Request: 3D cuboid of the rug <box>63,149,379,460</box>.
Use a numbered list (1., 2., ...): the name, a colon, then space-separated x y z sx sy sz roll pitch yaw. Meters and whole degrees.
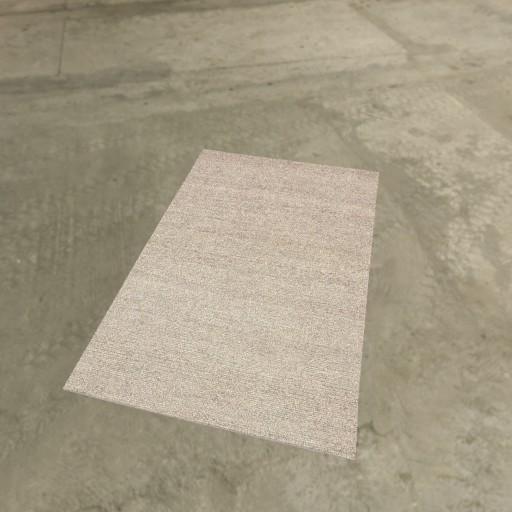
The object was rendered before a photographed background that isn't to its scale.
1. rug: 0.000 0.000 2.264 1.154 0.021 1.792 10 47 9
